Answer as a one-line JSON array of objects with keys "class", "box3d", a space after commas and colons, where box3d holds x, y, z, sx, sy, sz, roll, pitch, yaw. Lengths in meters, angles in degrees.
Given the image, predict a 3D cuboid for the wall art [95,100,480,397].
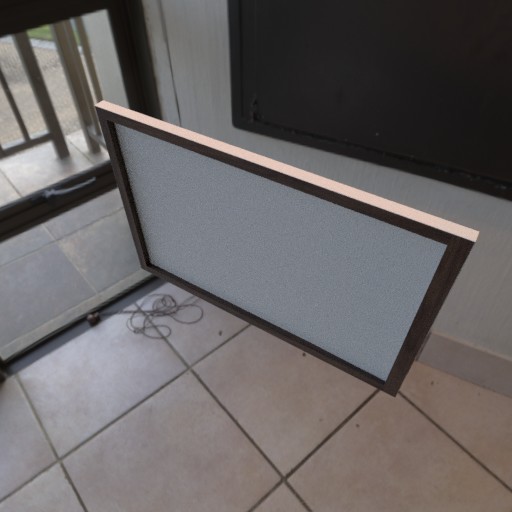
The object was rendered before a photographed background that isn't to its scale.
[{"class": "wall art", "box3d": [0.000, 0.000, 1.938, 1.520, 1.016, 0.051, 24, 52, 21]}]
